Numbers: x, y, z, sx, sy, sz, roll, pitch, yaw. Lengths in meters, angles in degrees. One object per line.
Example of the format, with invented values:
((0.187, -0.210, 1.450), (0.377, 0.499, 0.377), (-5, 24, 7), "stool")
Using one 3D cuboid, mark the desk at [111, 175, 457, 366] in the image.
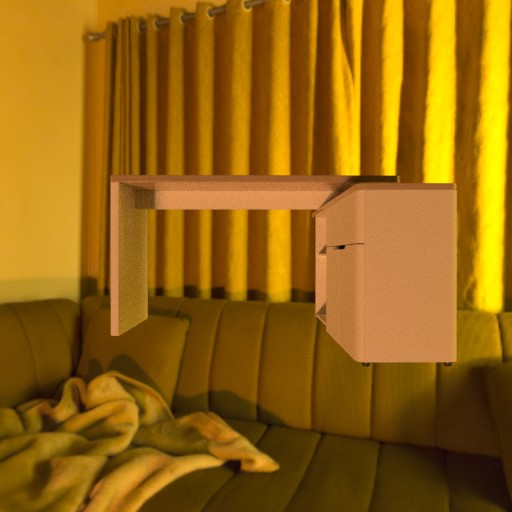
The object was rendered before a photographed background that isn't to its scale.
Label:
((0.000, 0.000, 2.105), (1.400, 0.770, 1.175), (0, 0, -1), "desk")
